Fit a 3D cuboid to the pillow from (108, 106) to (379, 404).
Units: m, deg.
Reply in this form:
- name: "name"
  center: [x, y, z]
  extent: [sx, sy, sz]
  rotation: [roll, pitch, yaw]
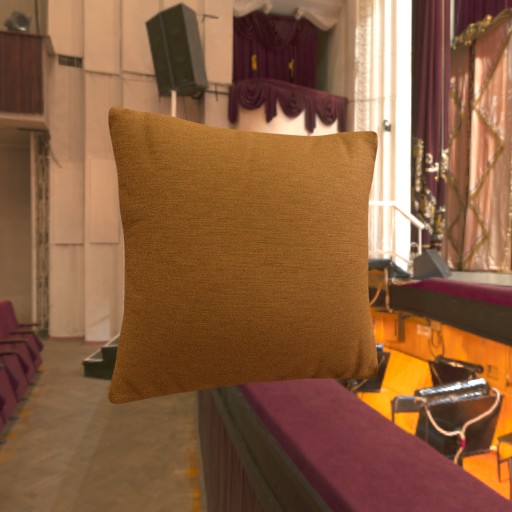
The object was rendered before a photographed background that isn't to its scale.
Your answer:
- name: "pillow"
  center: [0.000, 0.000, 0.684]
  extent: [0.435, 0.417, 0.247]
  rotation: [0, 1, -18]
